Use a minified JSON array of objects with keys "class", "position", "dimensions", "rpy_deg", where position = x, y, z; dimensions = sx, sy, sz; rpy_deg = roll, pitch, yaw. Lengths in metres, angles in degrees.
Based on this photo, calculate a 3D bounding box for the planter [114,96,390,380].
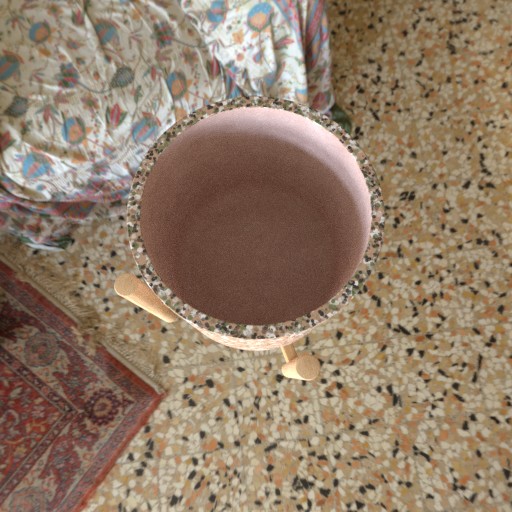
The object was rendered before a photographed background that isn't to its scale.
[{"class":"planter","position":[0.000,0.000,0.536],"dimensions":[0.284,0.320,0.284],"rpy_deg":[2,75,0]}]
